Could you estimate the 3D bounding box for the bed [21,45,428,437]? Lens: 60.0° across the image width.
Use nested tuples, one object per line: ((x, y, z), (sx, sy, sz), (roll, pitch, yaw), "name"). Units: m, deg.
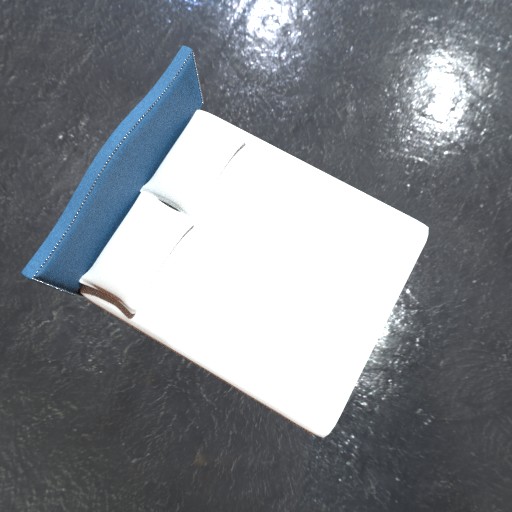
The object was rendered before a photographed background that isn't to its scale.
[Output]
((0.000, 0.000, 2.810), (1.872, 1.169, 1.610), (29, 78, 7), "bed")
